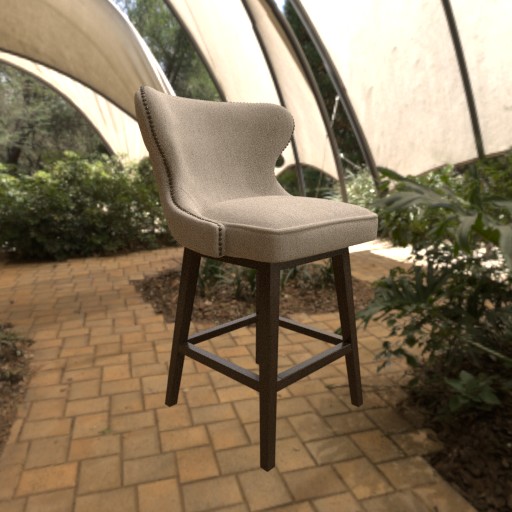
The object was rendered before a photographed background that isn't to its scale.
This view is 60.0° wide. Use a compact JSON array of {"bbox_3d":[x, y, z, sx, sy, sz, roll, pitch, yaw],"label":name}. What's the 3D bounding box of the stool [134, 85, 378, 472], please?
[{"bbox_3d":[0.000,0.000,1.357,0.597,0.972,0.615,11,16,43],"label":"stool"}]
